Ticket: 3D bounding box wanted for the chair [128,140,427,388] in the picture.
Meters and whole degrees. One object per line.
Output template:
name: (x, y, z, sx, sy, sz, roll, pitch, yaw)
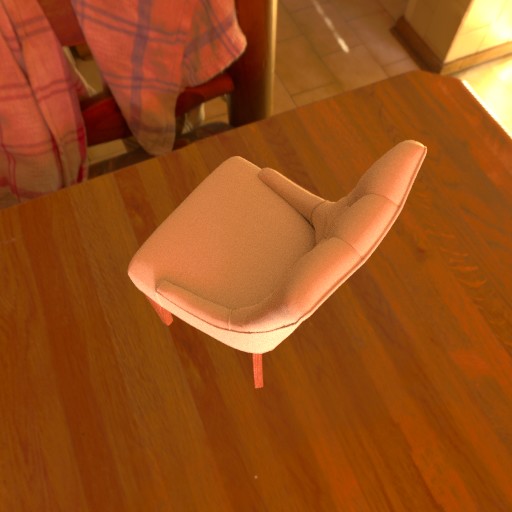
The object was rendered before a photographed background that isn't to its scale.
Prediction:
chair: (0.000, 0.000, 1.228, 0.565, 0.874, 0.509, 33, 68, 15)
